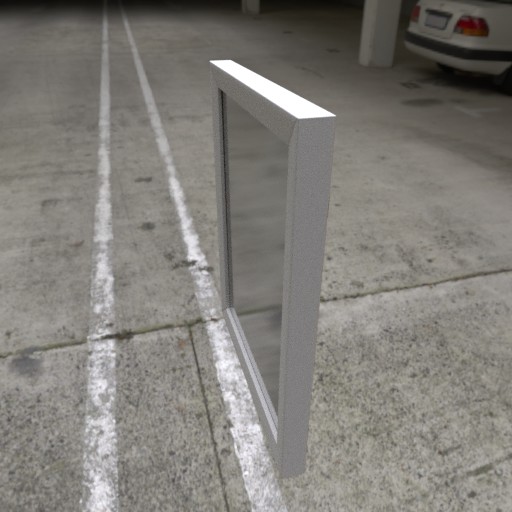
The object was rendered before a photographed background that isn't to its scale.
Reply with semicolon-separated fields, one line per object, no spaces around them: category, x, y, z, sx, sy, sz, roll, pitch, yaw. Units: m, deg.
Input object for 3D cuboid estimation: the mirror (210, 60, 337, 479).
mirror;0.000;0.000;0.680;0.041;0.508;0.405;-8;31;-14
